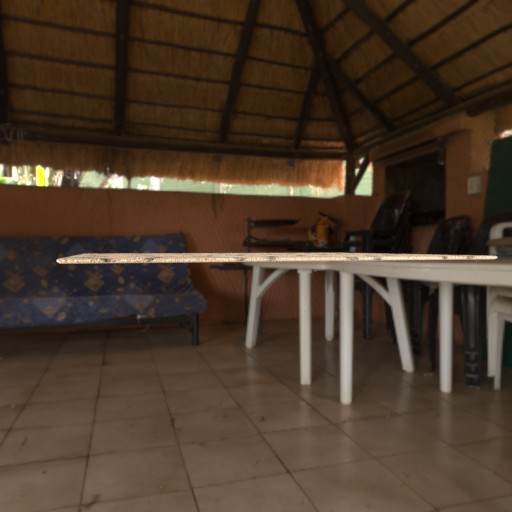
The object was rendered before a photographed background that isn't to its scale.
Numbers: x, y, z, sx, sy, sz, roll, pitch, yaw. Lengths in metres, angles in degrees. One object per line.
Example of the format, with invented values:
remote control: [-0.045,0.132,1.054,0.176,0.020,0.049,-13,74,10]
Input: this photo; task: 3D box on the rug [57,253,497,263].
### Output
rug: [0.000,0.000,3.939,3.000,0.026,2.399,0,1,-18]
